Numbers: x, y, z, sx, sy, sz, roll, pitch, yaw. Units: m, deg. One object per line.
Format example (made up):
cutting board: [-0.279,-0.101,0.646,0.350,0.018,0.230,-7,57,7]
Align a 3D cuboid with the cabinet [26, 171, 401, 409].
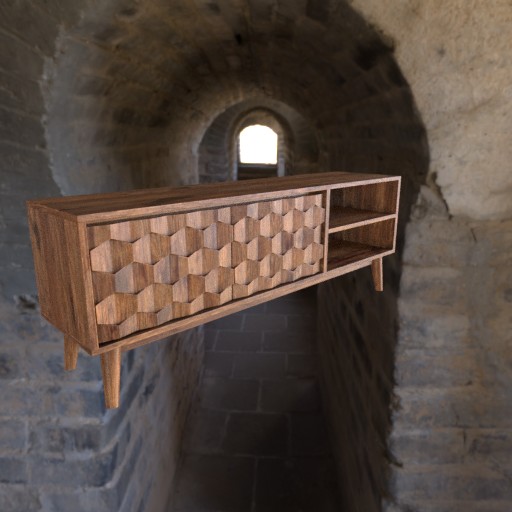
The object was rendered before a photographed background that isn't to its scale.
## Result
cabinet: [0.000,0.000,1.669,1.448,0.528,0.349,-14,21,-42]
